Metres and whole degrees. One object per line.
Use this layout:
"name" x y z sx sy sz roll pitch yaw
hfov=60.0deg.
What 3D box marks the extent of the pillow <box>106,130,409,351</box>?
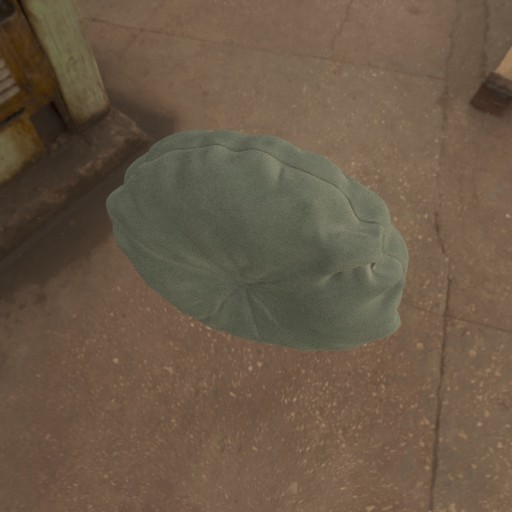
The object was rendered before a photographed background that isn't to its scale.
"pillow" 0.000 0.000 0.630 0.428 0.407 0.148 17 59 10
